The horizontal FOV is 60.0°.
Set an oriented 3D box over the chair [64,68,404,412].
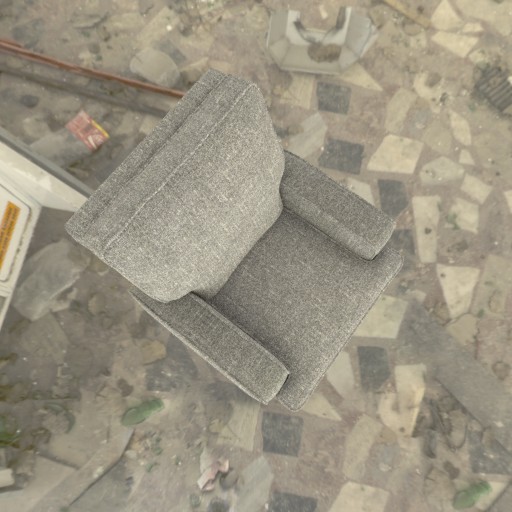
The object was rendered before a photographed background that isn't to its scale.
[{"bbox_3d":[0.000,0.000,1.729,0.964,0.962,0.861,37,78,9],"label":"chair"}]
